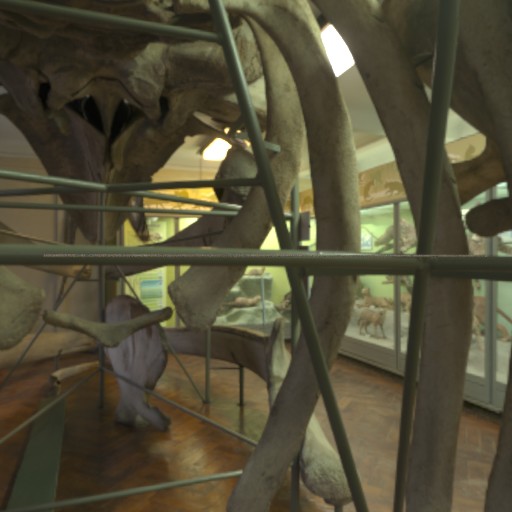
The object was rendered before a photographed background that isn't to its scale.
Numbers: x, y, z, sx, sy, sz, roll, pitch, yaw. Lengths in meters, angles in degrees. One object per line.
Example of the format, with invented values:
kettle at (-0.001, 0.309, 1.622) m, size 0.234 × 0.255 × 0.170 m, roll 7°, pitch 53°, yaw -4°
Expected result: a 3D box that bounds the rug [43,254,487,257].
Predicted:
rug at (0.000, 0.000, 3.014) m, size 2.439 × 0.011 × 1.533 m, roll 0°, pitch 0°, yaw -18°
